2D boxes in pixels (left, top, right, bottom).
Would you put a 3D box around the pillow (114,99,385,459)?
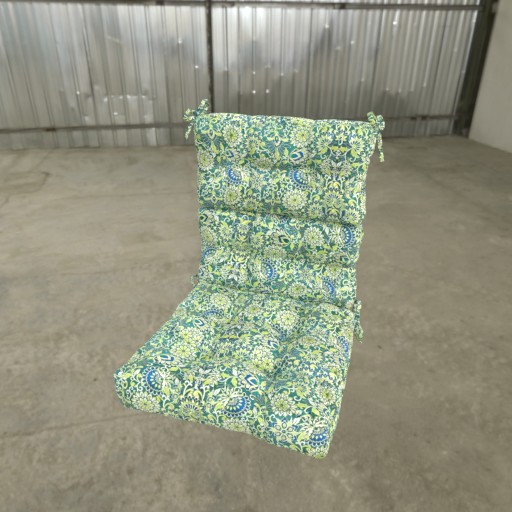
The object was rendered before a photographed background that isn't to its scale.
[{"bbox_3d":[0.000,0.000,1.026,0.519,0.605,0.571,9,29,16],"label":"pillow"}]
